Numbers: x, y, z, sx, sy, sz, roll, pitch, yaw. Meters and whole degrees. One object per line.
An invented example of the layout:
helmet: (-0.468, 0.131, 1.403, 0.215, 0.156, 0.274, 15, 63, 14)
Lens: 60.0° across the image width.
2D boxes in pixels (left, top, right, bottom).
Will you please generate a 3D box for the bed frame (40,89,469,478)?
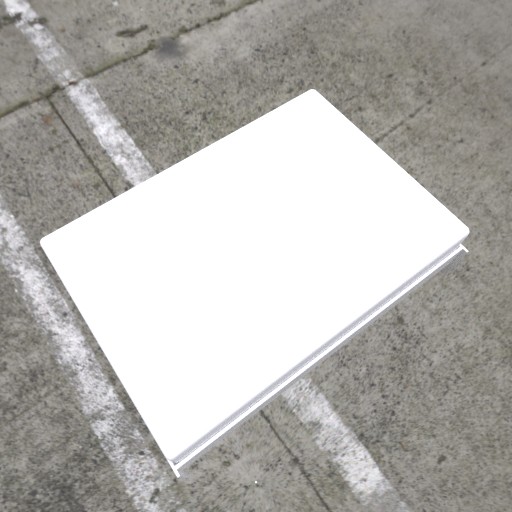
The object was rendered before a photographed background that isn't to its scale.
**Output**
bed frame: (0.000, 0.000, 2.589, 1.945, 0.497, 1.445, -33, 68, -16)
